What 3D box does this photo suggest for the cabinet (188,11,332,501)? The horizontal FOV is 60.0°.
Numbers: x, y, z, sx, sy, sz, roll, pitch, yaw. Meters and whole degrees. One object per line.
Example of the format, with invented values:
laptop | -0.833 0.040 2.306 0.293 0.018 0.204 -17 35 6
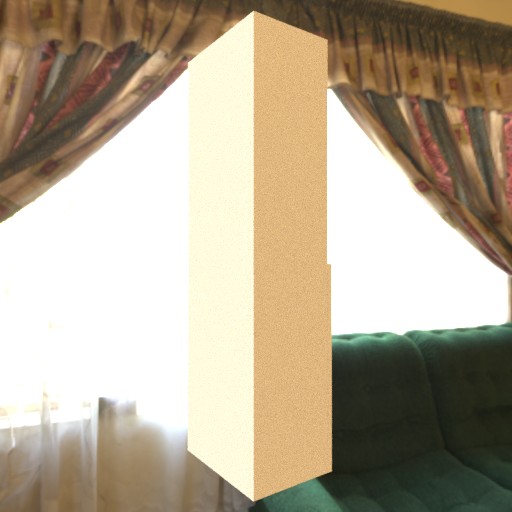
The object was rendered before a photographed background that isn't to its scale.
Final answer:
cabinet | 0.000 0.000 1.469 0.300 1.350 0.400 0 0 -35
